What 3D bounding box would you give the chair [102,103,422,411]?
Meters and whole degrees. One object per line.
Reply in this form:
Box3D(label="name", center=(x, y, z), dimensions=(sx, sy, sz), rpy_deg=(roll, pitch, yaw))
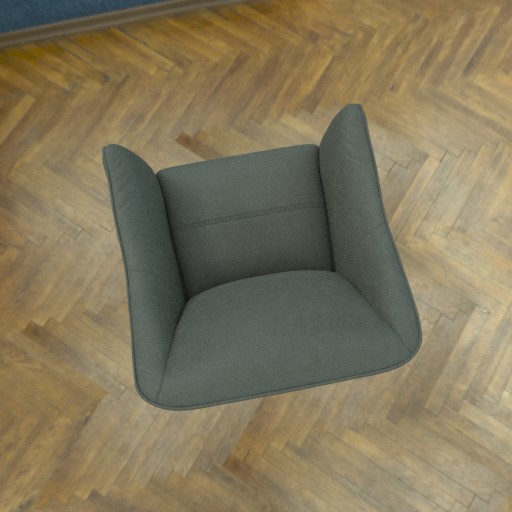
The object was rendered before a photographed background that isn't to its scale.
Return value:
Box3D(label="chair", center=(0.000, 0.000, 1.535), dimensions=(0.871, 0.830, 0.852), rpy_deg=(-10, 78, -2))
